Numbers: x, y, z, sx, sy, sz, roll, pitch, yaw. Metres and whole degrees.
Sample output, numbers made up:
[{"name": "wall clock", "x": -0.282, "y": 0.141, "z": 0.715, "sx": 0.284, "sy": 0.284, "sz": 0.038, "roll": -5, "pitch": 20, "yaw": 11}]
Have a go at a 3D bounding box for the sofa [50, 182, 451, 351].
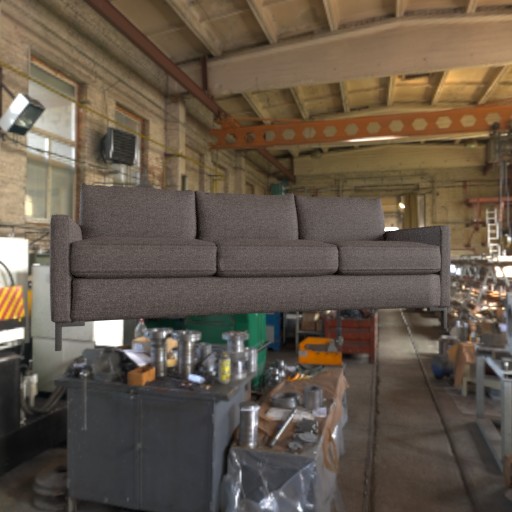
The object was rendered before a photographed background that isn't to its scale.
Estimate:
[{"name": "sofa", "x": 0.000, "y": 0.000, "z": 2.736, "sx": 2.253, "sy": 0.882, "sz": 0.876, "roll": 0, "pitch": 0, "yaw": -18}]
